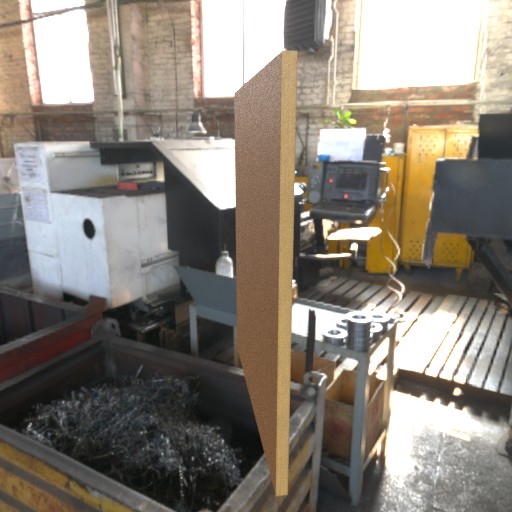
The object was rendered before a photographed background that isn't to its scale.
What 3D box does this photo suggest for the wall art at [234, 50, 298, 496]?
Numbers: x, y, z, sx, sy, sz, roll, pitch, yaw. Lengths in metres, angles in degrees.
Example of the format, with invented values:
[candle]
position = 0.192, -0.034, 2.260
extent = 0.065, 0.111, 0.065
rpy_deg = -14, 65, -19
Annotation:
[wall art]
position = 0.000, 0.000, 1.335
extent = 0.030, 1.002, 0.798
rpy_deg = -2, 15, -9
